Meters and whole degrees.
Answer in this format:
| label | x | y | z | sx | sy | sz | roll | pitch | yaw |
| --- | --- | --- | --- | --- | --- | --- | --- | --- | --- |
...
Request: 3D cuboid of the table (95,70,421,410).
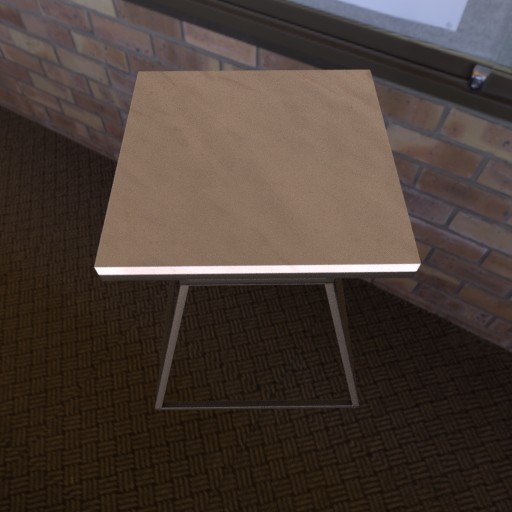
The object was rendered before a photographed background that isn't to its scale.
| label | x | y | z | sx | sy | sz | roll | pitch | yaw |
| --- | --- | --- | --- | --- | --- | --- | --- | --- | --- |
| table | 0.000 | 0.000 | 0.892 | 0.455 | 0.559 | 0.455 | -1 | 56 | 0 |
